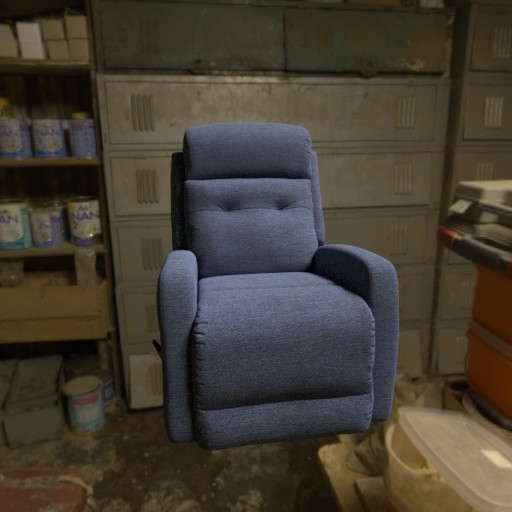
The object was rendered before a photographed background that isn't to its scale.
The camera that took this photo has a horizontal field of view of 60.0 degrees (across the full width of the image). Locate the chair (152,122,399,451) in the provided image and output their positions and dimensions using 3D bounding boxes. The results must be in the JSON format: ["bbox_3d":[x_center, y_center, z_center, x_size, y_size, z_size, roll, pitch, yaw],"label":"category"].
[{"bbox_3d":[0.000,0.000,1.736,0.798,1.013,1.043,-2,16,-9],"label":"chair"}]
